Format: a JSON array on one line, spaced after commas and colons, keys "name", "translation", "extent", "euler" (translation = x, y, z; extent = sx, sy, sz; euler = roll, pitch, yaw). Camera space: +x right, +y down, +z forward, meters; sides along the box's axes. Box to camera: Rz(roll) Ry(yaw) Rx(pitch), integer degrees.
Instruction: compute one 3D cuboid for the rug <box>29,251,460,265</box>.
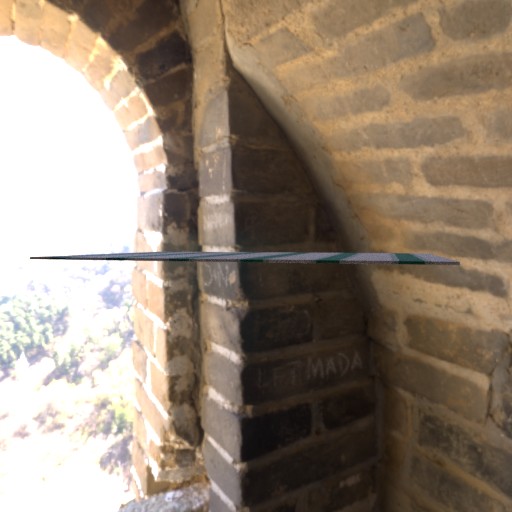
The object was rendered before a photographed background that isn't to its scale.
[{"name": "rug", "translation": [0.000, 0.000, 2.363], "extent": [1.829, 0.012, 1.210], "euler": [1, 2, 17]}]
